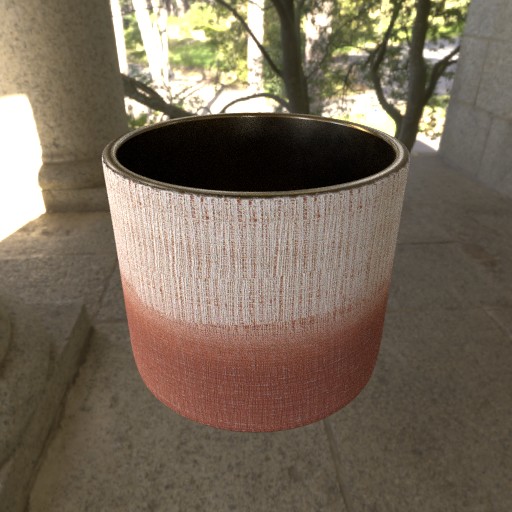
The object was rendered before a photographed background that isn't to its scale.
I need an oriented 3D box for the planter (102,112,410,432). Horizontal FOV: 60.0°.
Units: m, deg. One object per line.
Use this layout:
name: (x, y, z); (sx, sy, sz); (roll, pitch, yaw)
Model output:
planter: (0.000, 0.000, 0.427); (0.254, 0.221, 0.254); (0, 29, 0)
